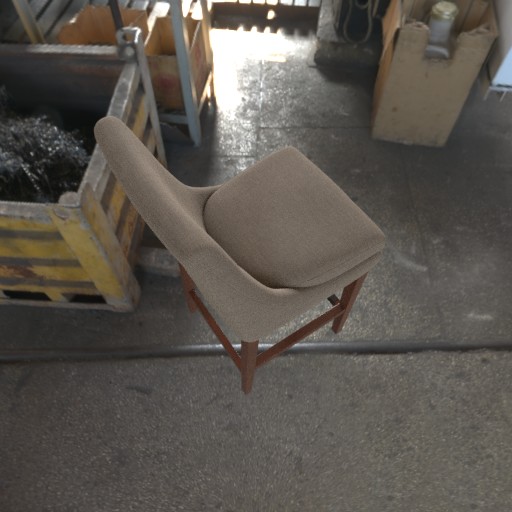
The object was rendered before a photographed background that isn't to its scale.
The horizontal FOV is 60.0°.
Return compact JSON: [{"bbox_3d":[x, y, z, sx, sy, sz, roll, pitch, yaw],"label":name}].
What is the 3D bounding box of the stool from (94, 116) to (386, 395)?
[{"bbox_3d":[0.000,0.000,1.307,0.577,0.981,0.470,-30,62,-18],"label":"stool"}]
